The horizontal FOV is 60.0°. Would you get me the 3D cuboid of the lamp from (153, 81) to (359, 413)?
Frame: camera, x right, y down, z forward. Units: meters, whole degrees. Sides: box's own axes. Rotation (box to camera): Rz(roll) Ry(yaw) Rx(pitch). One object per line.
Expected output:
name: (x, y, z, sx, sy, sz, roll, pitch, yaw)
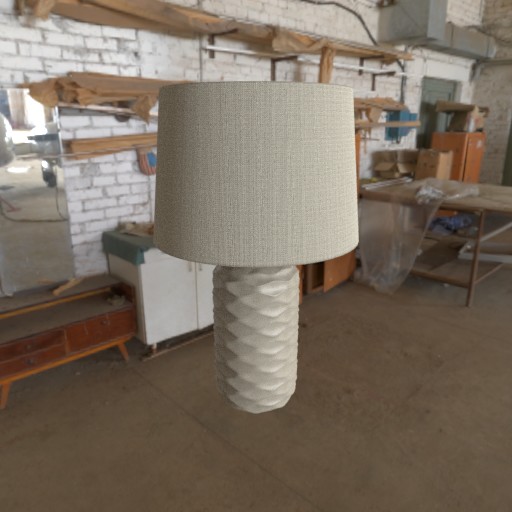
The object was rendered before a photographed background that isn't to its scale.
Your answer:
lamp: (0.000, 0.000, 0.842, 0.376, 0.594, 0.376, 0, 17, 0)
